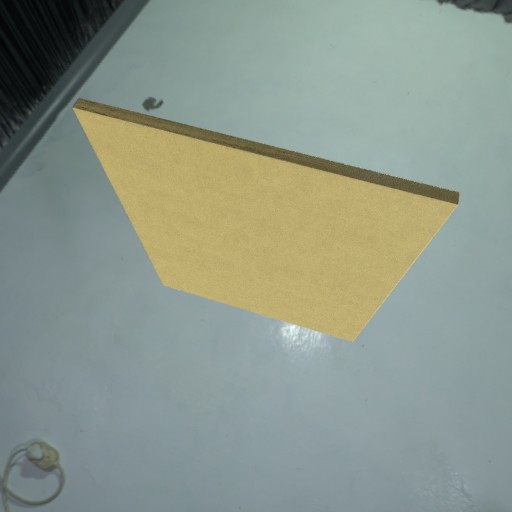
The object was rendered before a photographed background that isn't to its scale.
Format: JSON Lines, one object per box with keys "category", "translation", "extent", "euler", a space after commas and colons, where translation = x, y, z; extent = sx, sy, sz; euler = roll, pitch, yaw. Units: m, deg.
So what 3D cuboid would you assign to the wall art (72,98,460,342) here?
{"category": "wall art", "translation": [0.000, 0.000, 1.336], "extent": [0.798, 1.002, 0.030], "euler": [16, 66, 7]}
